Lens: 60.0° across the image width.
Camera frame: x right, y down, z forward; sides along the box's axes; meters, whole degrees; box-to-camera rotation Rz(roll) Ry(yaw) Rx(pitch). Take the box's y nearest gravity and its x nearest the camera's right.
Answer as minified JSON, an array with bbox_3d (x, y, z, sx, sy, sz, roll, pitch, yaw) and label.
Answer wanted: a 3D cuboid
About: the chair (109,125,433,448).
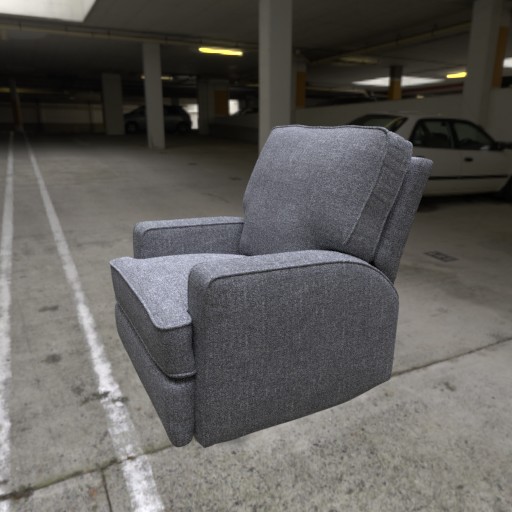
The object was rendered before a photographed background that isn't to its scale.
[{"bbox_3d":[0.000,0.000,1.674,0.964,0.962,0.861,-8,17,-27],"label":"chair"}]
